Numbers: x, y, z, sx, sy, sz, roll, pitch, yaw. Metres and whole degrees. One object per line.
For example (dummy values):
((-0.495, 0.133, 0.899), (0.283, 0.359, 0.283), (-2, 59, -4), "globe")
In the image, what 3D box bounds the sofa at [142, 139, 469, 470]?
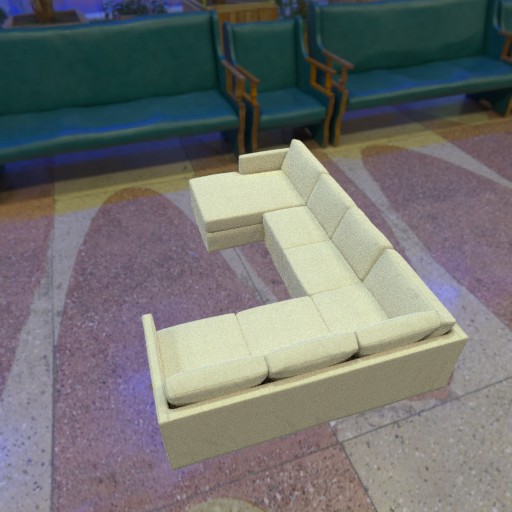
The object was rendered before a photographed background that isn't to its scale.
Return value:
((0.000, 0.000, 4.585), (2.448, 0.882, 3.464), (-12, 42, -14), "sofa")
